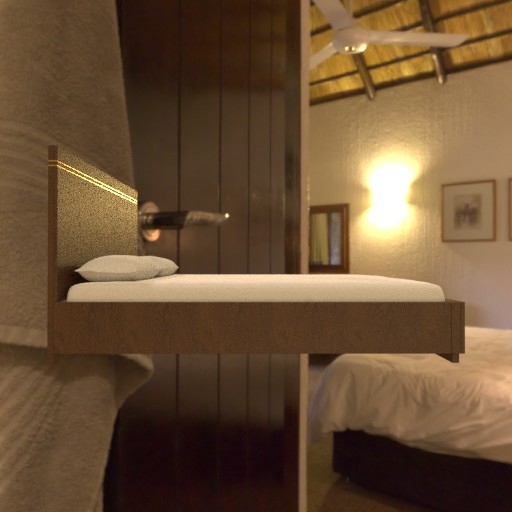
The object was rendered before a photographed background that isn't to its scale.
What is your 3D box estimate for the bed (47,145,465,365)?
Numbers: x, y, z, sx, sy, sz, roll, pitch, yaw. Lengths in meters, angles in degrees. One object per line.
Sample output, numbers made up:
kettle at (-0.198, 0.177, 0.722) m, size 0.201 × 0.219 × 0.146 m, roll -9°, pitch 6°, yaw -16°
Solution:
bed at (0.000, 0.000, 3.167) m, size 2.221 × 1.169 × 1.613 m, roll 0°, pitch -1°, yaw 0°
